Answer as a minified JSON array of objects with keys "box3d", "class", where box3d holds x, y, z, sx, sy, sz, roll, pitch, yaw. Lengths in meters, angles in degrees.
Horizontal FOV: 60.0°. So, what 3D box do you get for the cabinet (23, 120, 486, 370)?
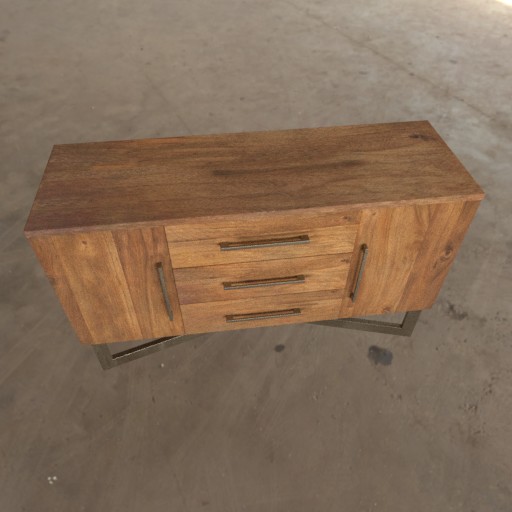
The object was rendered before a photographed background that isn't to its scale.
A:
[{"box3d":[0.000,0.000,1.745,1.373,0.812,0.480,-5,46,-5],"class":"cabinet"}]
